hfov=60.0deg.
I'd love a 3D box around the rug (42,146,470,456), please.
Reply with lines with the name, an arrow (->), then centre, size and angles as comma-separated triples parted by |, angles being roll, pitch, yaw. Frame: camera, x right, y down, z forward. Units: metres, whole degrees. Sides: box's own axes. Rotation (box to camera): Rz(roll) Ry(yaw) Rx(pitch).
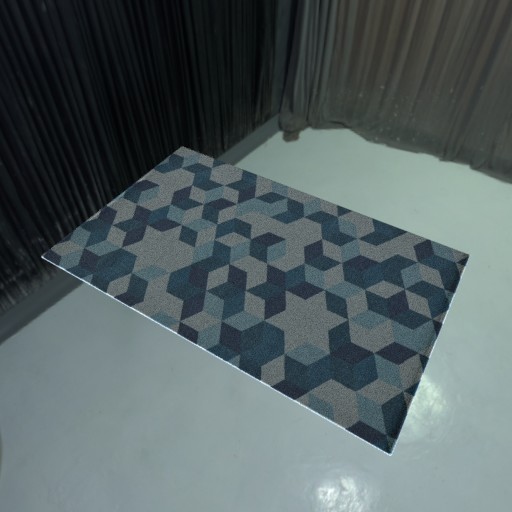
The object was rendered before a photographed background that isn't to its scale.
rug -> 0.000, 0.000, 2.967 | 2.438, 0.015, 1.518 | 24, 52, 21
